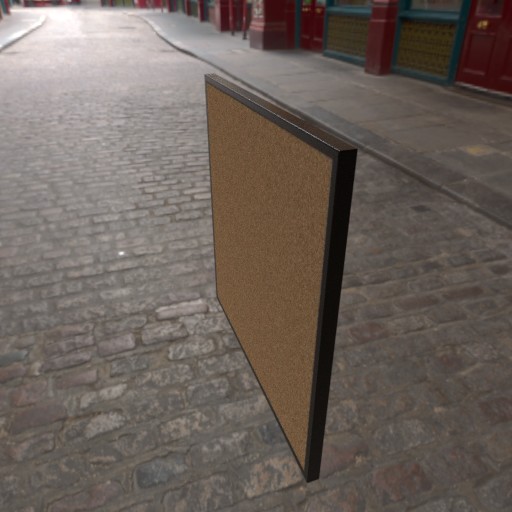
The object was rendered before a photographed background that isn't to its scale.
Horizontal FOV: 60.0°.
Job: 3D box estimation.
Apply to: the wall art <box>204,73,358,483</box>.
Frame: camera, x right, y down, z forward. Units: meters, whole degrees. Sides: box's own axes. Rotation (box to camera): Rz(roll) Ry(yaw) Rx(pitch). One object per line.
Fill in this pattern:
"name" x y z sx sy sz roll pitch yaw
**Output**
"wall art" 0.000 0.000 0.514 0.014 0.349 0.349 -10 32 -17
